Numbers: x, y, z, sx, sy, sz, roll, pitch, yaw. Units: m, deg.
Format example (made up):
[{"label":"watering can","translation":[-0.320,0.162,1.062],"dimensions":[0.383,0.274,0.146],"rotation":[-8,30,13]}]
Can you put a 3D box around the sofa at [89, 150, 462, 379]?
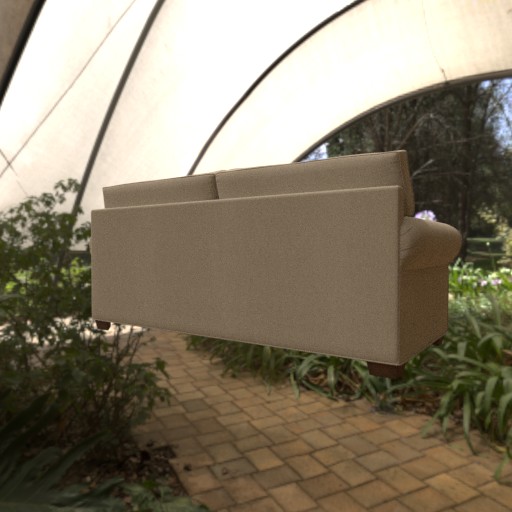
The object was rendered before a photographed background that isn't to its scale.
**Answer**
[{"label":"sofa","translation":[0.000,0.000,2.672],"dimensions":[2.146,0.962,0.901],"rotation":[1,1,35]}]
